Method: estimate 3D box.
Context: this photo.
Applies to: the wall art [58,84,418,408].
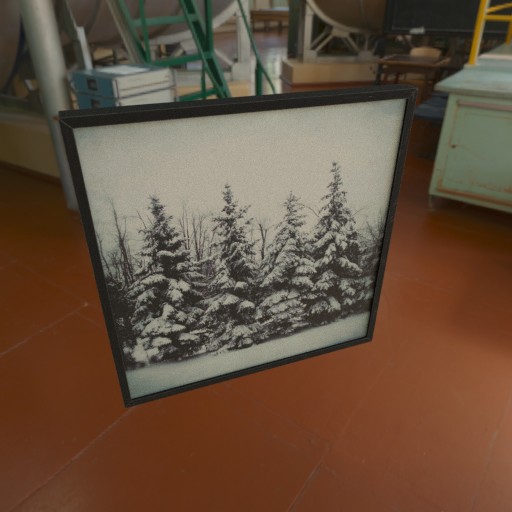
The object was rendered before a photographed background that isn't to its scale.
[{"bbox_3d":[0.000,0.000,0.738,0.506,0.506,0.036,-11,33,-17],"label":"wall art"}]
